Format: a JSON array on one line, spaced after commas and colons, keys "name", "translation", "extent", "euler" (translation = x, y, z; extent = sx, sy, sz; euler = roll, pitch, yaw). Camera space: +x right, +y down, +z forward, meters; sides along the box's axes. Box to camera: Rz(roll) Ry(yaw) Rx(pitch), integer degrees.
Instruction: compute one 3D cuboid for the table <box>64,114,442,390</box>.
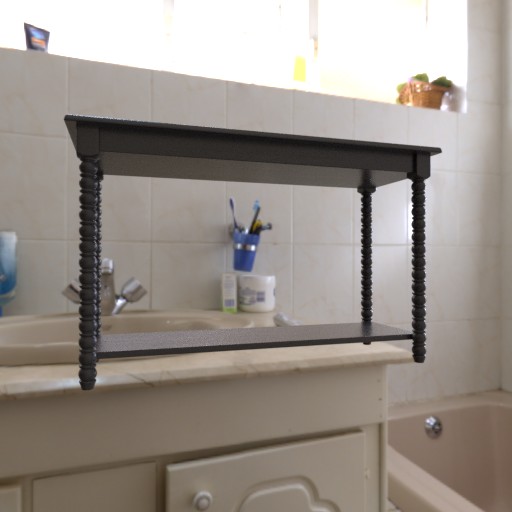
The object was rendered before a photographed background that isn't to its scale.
[{"name": "table", "translation": [0.000, 0.000, 1.534], "extent": [1.184, 0.735, 0.459], "euler": [0, -1, -17]}]
